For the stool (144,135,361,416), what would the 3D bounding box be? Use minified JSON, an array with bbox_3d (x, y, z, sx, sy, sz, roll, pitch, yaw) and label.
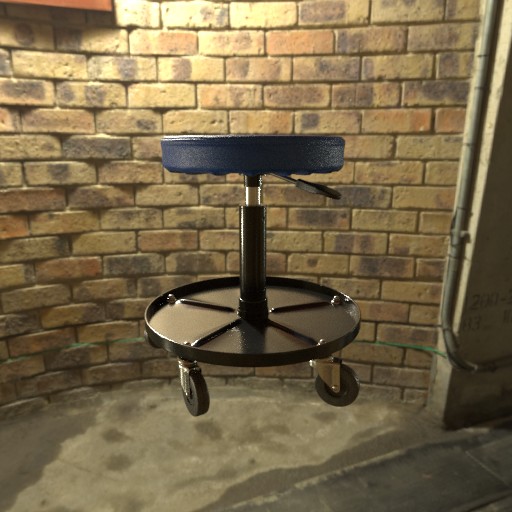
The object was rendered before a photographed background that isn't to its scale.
[{"bbox_3d":[0.000,0.000,0.701,0.382,0.365,0.381,8,16,28],"label":"stool"}]
